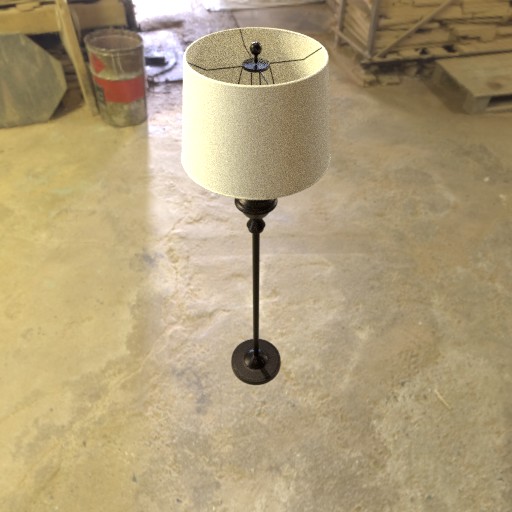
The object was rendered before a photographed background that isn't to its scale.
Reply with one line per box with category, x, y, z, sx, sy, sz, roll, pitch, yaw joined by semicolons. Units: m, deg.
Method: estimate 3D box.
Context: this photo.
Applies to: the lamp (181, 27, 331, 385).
lamp;0.000;0.000;1.601;0.431;1.484;0.431;0;46;0
